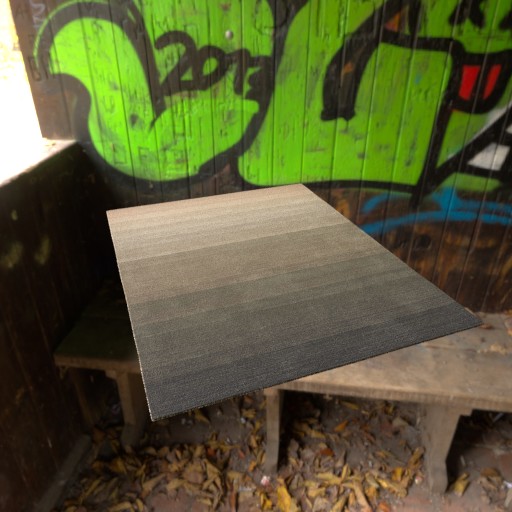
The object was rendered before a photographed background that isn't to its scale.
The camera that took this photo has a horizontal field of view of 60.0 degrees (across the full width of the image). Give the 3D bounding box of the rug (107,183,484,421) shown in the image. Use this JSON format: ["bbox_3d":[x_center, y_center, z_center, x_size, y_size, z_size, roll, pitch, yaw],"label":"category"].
[{"bbox_3d":[0.000,0.000,3.925,2.315,0.015,2.932,-11,32,-18],"label":"rug"}]
